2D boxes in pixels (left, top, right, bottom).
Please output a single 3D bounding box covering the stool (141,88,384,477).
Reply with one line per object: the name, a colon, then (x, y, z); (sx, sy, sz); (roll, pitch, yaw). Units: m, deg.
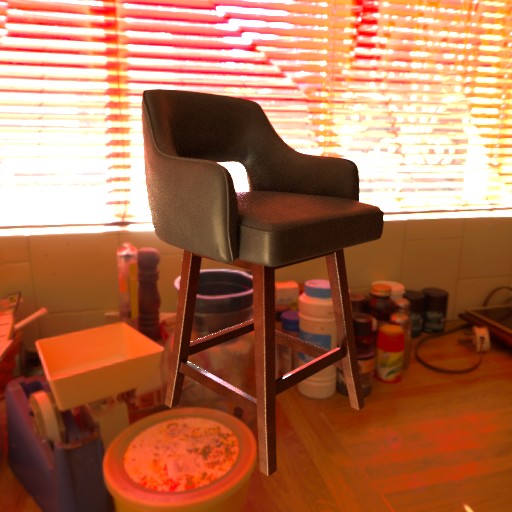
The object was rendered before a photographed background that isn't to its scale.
stool: (0.000, 0.000, 1.273); (0.550, 0.936, 0.560); (-13, 19, -43)
